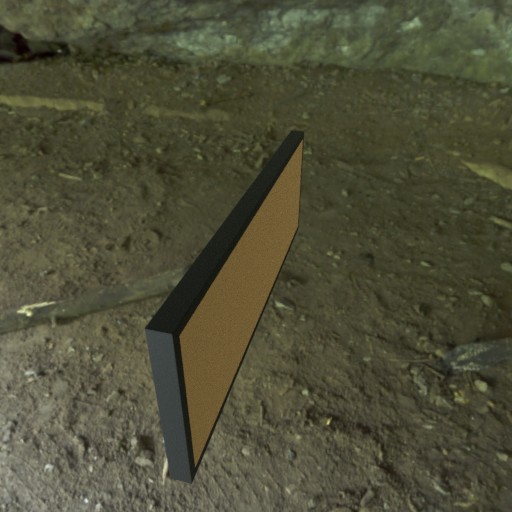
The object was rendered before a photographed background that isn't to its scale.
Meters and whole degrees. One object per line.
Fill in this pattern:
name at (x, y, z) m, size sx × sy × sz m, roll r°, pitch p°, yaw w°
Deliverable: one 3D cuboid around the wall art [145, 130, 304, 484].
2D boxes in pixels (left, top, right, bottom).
wall art at (0.000, 0.000, 0.956) m, size 0.037 × 0.303 × 0.860 m, roll 8°, pitch 33°, yaw 13°
